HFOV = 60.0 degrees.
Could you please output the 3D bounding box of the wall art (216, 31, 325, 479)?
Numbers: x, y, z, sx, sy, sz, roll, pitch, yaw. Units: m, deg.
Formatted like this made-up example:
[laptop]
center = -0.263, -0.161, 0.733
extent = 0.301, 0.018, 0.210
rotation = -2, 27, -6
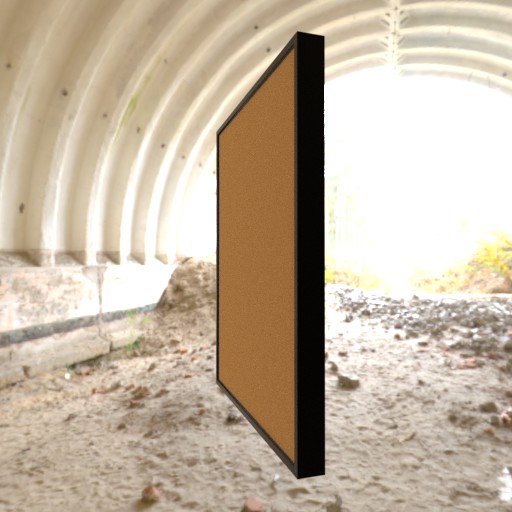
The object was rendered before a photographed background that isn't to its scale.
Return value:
[wall art]
center = 0.000, 0.000, 0.767
extent = 0.039, 0.553, 0.451
rotation = 0, -1, -18
